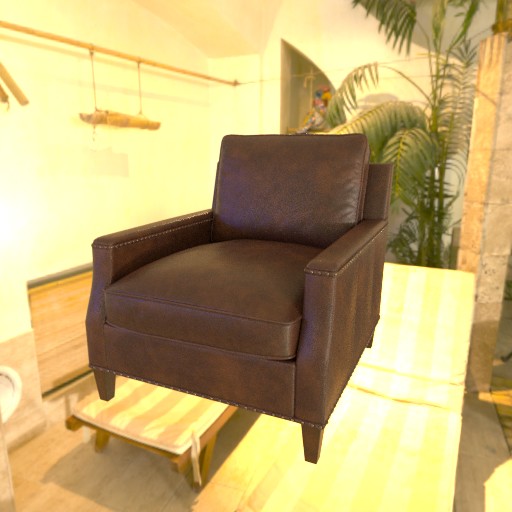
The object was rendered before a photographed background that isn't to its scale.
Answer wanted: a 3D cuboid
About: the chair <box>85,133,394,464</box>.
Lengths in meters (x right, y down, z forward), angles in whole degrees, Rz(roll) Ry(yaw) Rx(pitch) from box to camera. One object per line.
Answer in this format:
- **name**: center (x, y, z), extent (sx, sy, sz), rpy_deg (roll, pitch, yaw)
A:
- **chair**: center (0.000, 0.000, 1.706), extent (0.853, 0.929, 1.014), rpy_deg (6, 15, 24)
